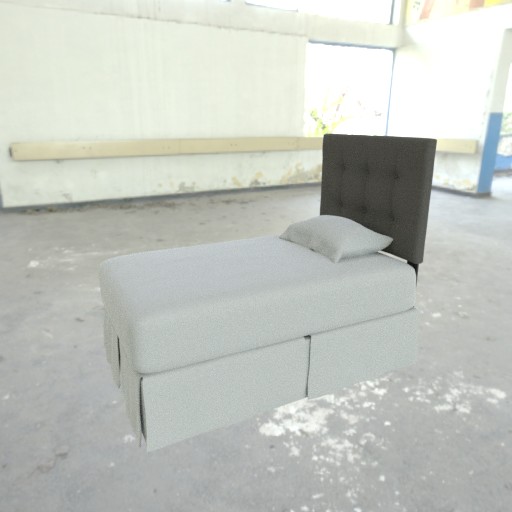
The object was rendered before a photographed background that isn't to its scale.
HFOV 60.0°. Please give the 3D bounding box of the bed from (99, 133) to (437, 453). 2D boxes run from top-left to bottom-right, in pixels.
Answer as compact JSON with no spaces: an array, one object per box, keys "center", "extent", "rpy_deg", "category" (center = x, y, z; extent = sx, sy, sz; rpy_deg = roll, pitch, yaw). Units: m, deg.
[{"center":[0.000,0.000,3.040],"extent":[1.997,1.571,1.261],"rpy_deg":[-8,19,-25],"category":"bed"}]
